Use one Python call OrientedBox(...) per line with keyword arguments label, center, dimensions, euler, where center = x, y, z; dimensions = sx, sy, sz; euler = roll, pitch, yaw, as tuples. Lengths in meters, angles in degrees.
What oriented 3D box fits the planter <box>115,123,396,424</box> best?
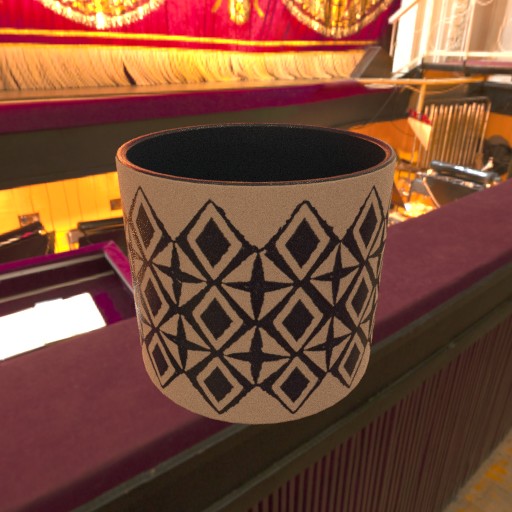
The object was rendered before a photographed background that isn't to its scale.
OrientedBox(label="planter", center=(0.000, 0.000, 0.290), dimensions=(0.159, 0.144, 0.159), euler=(0, 26, 0))
